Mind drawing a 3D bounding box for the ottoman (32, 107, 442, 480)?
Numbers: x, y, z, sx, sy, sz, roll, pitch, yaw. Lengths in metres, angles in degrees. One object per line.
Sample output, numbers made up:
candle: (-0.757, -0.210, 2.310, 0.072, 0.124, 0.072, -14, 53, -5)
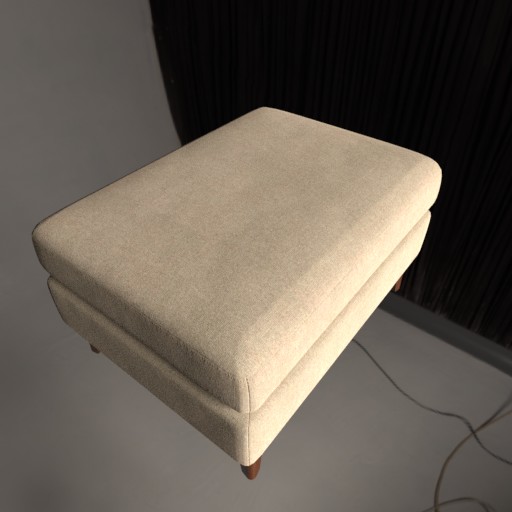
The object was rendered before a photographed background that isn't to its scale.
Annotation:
ottoman: (0.000, 0.000, 1.148, 0.610, 0.478, 0.823, 27, 48, 28)
